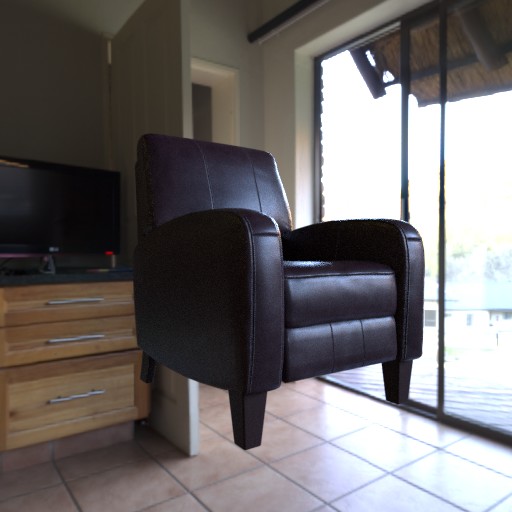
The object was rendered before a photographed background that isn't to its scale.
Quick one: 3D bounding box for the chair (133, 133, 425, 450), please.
[{"bbox_3d":[0.000,0.000,1.666,0.762,0.990,0.990,0,1,-34],"label":"chair"}]
